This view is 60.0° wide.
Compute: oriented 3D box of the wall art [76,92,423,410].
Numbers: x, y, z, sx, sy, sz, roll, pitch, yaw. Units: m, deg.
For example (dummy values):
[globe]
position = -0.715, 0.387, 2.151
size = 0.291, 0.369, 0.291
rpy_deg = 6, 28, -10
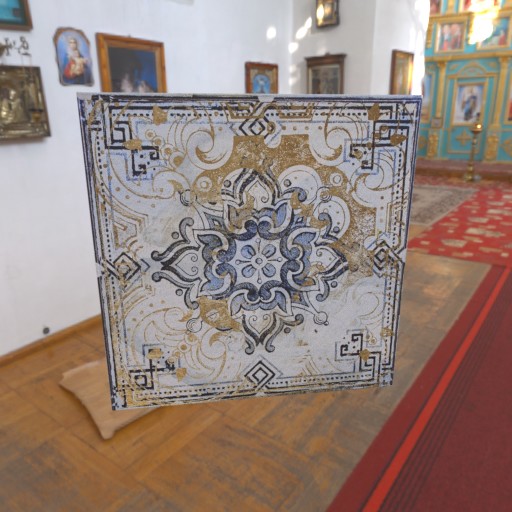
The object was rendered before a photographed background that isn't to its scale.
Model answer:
[wall art]
position = 0.000, 0.000, 0.446
size = 0.302, 0.306, 0.038
rpy_deg = -2, 17, -8
